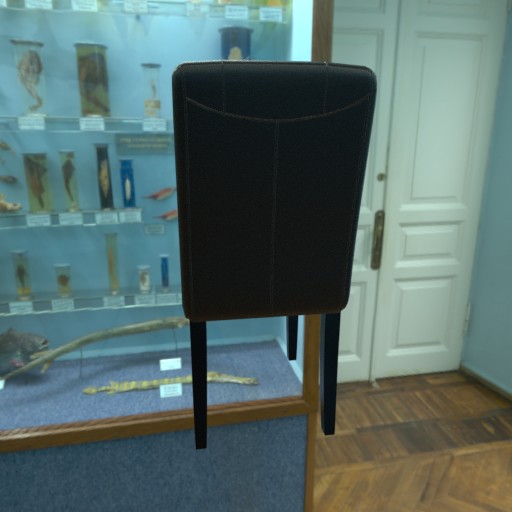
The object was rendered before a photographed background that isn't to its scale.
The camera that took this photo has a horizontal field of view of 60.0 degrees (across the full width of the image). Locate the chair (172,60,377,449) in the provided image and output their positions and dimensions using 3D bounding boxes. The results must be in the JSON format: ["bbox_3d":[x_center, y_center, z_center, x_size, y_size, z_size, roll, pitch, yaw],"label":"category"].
[{"bbox_3d":[0.000,0.000,1.194,0.399,0.897,0.556,-2,15,-9],"label":"chair"}]
